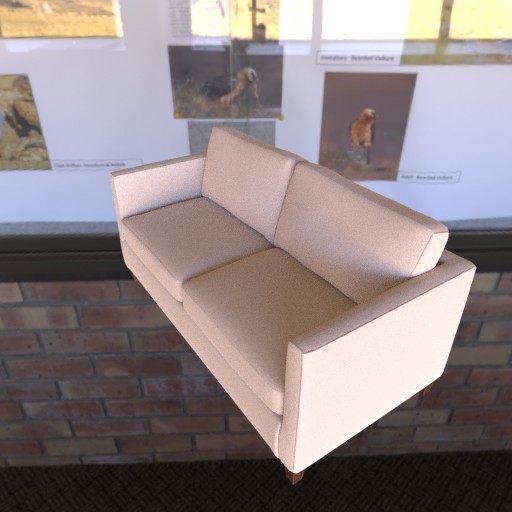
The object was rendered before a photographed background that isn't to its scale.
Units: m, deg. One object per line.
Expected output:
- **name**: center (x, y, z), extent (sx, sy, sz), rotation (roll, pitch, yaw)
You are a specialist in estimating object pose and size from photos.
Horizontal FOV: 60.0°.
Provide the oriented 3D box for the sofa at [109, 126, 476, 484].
- **sofa**: center (0.000, 0.000, 2.177), extent (0.873, 0.888, 1.722), rotation (-20, 37, -28)
